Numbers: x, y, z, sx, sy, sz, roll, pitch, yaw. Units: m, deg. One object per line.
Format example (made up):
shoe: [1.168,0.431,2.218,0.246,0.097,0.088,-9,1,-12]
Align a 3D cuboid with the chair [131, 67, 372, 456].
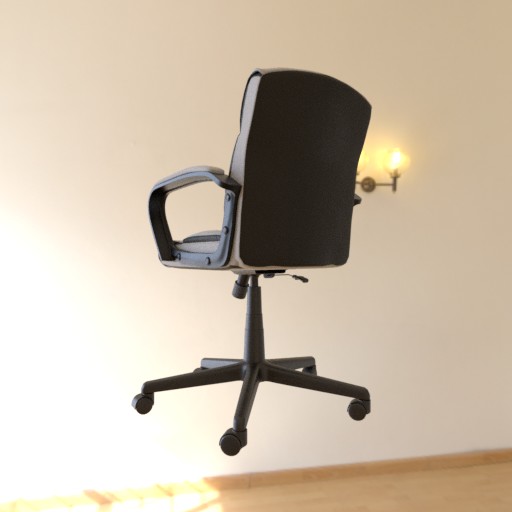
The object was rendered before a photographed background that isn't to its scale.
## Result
chair: [0.000,0.000,1.495,0.739,1.004,0.717,0,0,-36]
